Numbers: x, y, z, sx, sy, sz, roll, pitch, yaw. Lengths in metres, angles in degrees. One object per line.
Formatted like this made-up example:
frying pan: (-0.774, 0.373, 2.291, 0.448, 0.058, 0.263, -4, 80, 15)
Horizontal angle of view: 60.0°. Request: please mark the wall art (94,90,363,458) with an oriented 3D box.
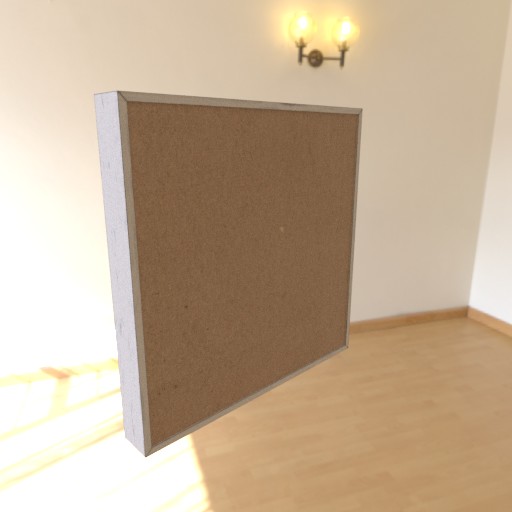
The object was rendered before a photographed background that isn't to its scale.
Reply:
wall art: (0.000, 0.000, 0.466, 0.305, 0.305, 0.038, -14, 20, -42)
